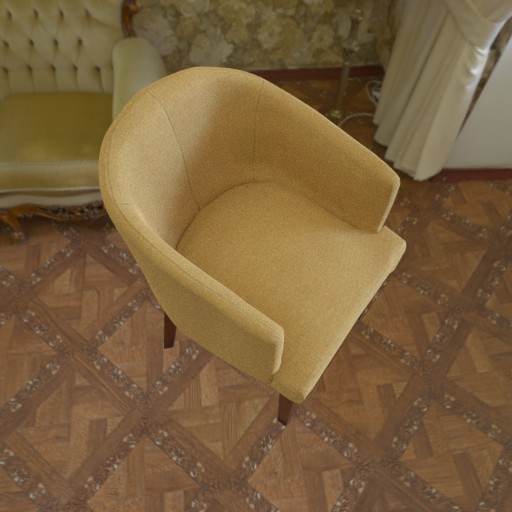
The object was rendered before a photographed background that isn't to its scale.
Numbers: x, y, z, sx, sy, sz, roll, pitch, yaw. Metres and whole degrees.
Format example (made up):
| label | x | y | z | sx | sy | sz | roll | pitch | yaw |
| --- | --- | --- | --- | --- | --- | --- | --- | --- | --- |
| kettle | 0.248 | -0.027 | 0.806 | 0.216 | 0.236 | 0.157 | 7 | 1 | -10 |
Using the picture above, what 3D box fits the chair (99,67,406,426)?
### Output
| label | x | y | z | sx | sy | sz | roll | pitch | yaw |
| --- | --- | --- | --- | --- | --- | --- | --- | --- | --- |
| chair | 0.000 | 0.000 | 1.233 | 0.655 | 0.811 | 0.583 | 32 | 63 | 19 |
